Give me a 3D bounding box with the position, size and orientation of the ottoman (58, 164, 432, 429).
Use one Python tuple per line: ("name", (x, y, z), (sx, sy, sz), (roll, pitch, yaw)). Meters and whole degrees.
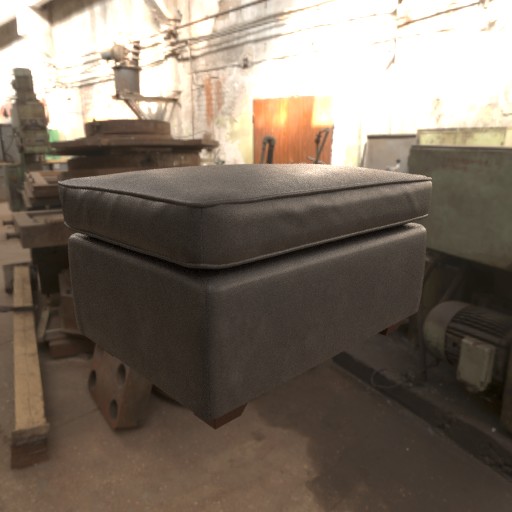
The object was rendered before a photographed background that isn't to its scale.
("ottoman", (0.000, 0.000, 1.106), (0.756, 0.445, 0.554), (-13, 19, -42))
